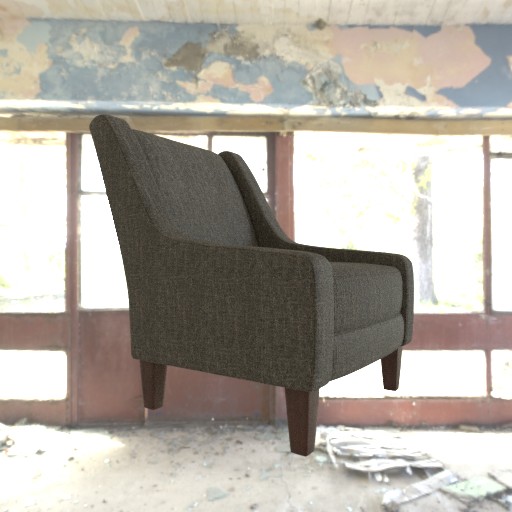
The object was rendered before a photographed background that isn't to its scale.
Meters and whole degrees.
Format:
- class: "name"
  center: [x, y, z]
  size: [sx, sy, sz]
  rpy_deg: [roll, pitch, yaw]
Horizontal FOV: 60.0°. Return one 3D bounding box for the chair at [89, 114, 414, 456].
- class: "chair"
  center: [0.000, 0.000, 1.640]
  size: [0.944, 1.012, 0.793]
  rpy_deg: [0, 0, 36]
